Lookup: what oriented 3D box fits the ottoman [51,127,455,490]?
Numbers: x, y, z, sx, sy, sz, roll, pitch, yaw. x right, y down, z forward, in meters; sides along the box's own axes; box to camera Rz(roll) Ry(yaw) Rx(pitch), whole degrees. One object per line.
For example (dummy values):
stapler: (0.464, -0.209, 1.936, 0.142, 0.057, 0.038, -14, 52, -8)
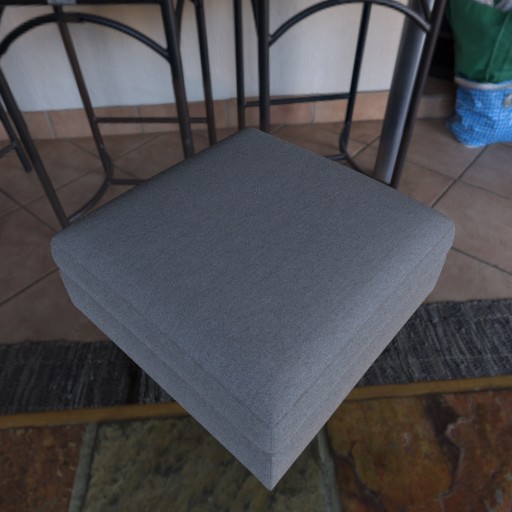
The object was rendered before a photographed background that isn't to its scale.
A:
ottoman: (0.000, 0.000, 1.608, 1.041, 0.470, 1.041, 32, 52, 29)
